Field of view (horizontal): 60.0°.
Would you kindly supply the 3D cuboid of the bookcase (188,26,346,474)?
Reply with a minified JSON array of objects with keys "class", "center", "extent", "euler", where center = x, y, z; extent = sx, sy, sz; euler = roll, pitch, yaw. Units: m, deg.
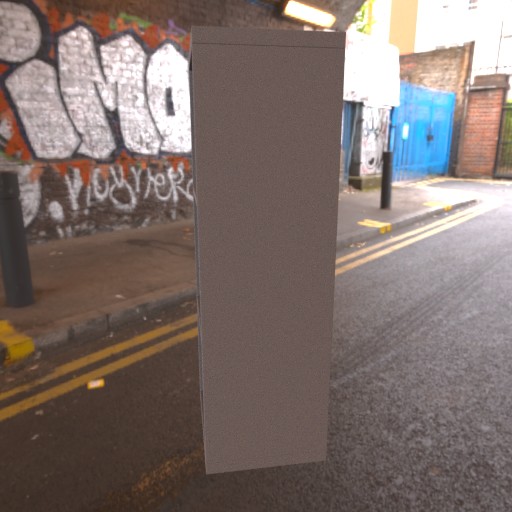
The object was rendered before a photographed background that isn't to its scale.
[{"class":"bookcase","center":[0.000,0.000,1.248],"extent":[0.330,1.080,0.390],"euler":[-2,15,-9]}]
